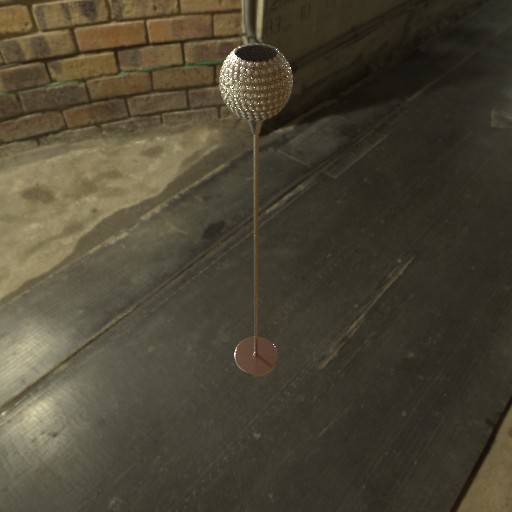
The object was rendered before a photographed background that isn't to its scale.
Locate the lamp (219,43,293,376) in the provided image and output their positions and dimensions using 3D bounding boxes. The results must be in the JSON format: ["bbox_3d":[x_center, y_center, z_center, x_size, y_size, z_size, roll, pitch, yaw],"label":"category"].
[{"bbox_3d":[0.000,0.000,1.985,0.254,1.805,0.254,0,48,0],"label":"lamp"}]
